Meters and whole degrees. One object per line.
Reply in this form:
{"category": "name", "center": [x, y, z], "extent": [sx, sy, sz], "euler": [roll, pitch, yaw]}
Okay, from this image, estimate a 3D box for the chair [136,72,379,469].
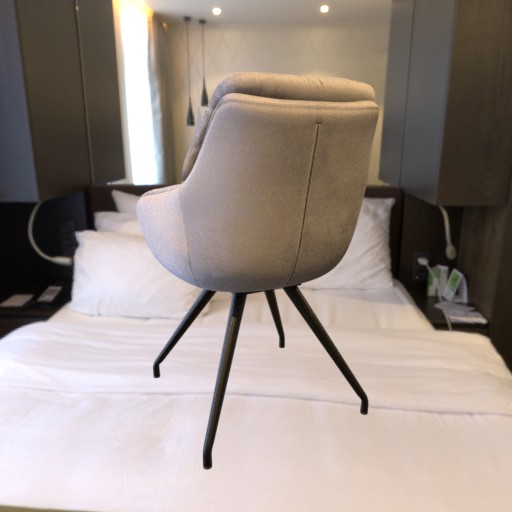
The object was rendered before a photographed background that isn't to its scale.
{"category": "chair", "center": [0.000, 0.000, 1.238], "extent": [0.579, 0.888, 0.569], "euler": [-7, 16, -26]}
